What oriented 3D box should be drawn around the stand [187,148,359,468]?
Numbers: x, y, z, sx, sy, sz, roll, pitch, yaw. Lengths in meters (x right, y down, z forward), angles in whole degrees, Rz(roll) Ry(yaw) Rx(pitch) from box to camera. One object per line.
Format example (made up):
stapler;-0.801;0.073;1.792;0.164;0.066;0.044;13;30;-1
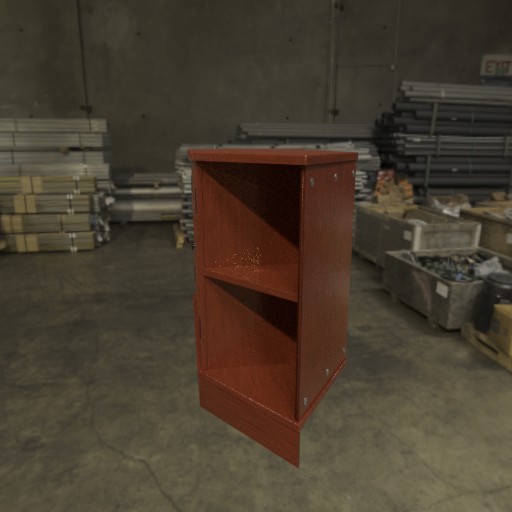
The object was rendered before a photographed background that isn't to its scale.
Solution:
stand;0.000;0.000;1.325;0.381;0.614;1.072;-2;14;-9
